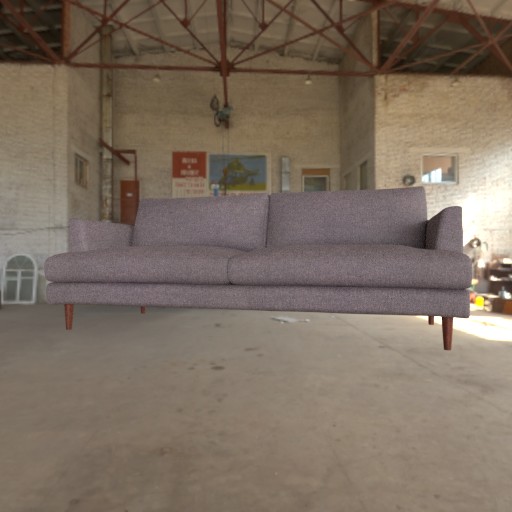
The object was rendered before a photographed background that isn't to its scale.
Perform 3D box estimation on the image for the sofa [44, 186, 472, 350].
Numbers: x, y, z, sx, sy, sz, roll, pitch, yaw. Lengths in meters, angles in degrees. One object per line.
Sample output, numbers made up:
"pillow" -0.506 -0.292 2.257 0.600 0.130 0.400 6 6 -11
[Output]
"sofa" 0.000 0.000 2.704 2.250 0.868 1.020 0 -1 17
